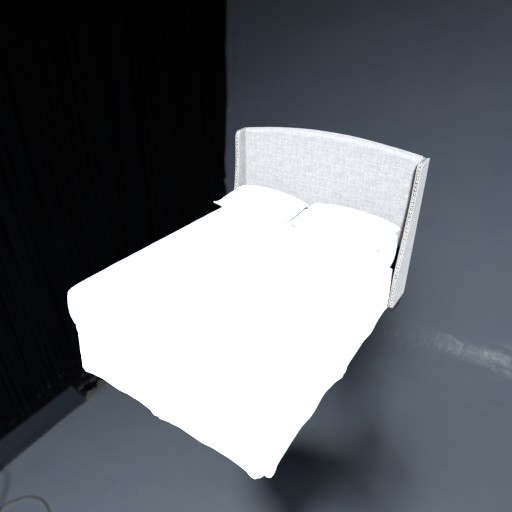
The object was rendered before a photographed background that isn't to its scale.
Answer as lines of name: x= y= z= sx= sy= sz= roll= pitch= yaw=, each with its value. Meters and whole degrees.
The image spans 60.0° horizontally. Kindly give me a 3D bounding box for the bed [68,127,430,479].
bed: x=0.000 y=0.000 z=3.307 sx=1.710 sy=1.407 sz=2.237 roll=19 pitch=35 yaw=30
